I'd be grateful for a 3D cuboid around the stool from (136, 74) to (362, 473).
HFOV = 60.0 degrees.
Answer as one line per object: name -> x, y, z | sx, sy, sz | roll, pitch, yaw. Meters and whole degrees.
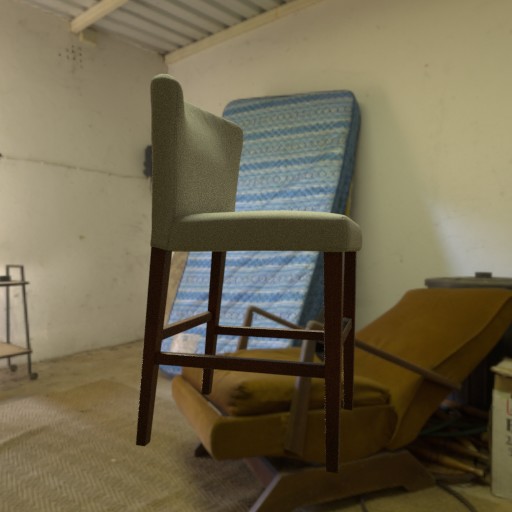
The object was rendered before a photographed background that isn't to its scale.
stool -> 0.000, 0.000, 1.267 | 0.568, 0.968, 0.479 | 0, 1, 17
